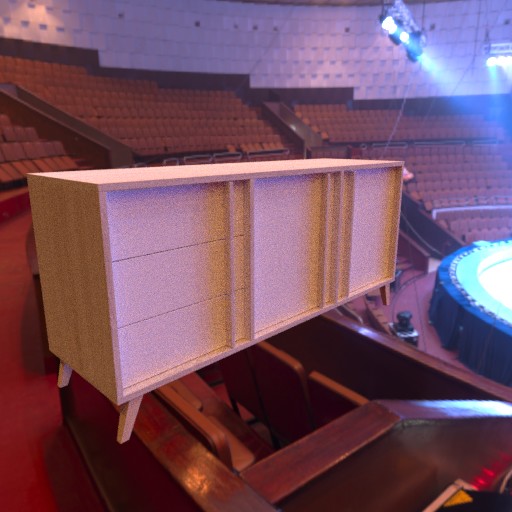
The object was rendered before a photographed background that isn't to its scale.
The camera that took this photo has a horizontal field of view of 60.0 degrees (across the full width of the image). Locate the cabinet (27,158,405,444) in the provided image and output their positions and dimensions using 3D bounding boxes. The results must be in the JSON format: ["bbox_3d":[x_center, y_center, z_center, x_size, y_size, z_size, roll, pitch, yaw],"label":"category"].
[{"bbox_3d":[0.000,0.000,1.960,0.500,0.780,1.649,14,20,43],"label":"cabinet"}]
